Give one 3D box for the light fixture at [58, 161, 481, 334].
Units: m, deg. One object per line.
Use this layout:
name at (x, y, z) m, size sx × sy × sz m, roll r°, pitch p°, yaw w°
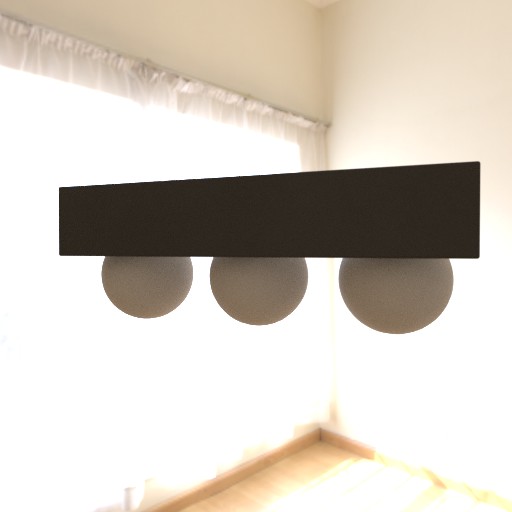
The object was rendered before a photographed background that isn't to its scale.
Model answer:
light fixture at (0.000, 0.000, 0.823) m, size 0.721 × 0.263 × 0.218 m, roll 0°, pitch 1°, yaw 20°
